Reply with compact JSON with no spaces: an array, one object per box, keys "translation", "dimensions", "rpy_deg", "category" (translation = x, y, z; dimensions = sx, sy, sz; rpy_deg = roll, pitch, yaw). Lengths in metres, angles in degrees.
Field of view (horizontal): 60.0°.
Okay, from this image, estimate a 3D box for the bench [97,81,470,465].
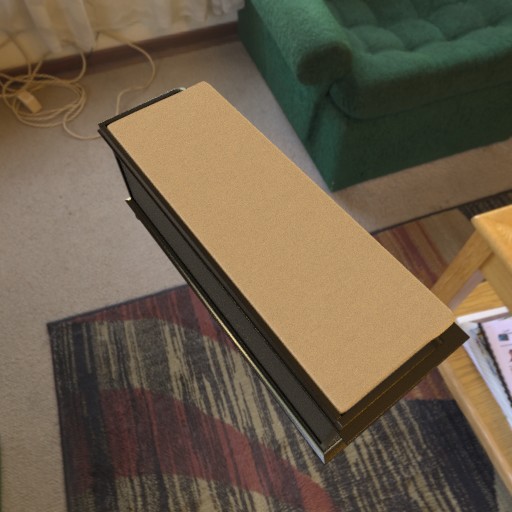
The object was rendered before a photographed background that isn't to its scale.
[{"translation":[0.000,0.000,1.422],"dimensions":[0.402,0.501,1.185],"rpy_deg":[-32,64,-18],"category":"bench"}]
